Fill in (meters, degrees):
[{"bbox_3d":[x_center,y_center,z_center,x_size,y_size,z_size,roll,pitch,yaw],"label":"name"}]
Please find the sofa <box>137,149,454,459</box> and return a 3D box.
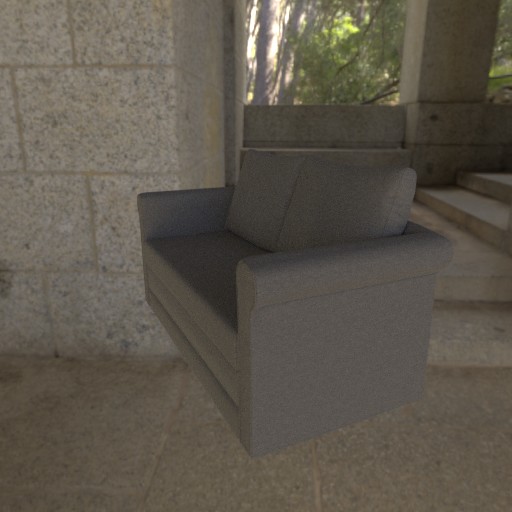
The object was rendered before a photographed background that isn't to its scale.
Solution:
[{"bbox_3d":[0.000,0.000,1.979,0.741,0.872,1.460,-8,19,-25],"label":"sofa"}]
